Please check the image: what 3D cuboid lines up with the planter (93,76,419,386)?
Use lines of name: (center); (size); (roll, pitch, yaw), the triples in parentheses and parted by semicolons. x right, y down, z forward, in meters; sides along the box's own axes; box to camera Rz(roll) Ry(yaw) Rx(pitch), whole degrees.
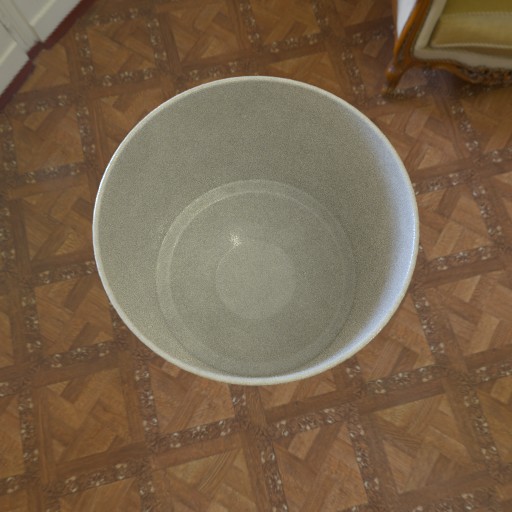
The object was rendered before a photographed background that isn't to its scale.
planter: (0.000, 0.000, 0.454); (0.250, 0.239, 0.250); (0, 75, 0)
